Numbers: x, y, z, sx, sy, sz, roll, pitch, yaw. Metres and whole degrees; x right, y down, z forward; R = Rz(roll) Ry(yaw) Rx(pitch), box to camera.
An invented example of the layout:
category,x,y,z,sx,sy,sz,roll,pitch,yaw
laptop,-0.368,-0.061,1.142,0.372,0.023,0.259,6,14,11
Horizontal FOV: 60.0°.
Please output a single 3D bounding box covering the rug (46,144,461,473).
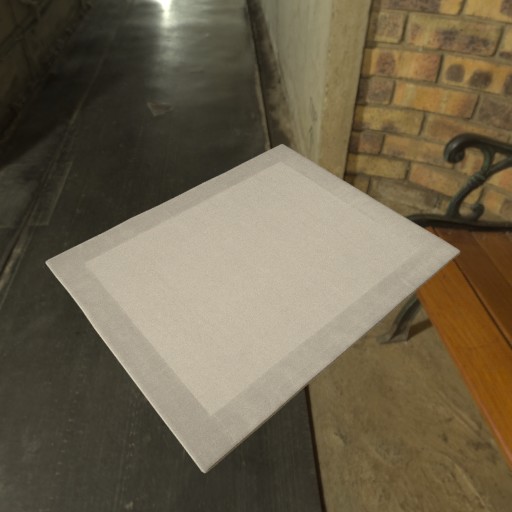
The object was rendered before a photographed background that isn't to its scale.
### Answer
category,x,y,z,sx,sy,sz,roll,pitch,yaw
rug,0.000,0.000,4.070,2.976,0.018,2.430,-32,54,-27
